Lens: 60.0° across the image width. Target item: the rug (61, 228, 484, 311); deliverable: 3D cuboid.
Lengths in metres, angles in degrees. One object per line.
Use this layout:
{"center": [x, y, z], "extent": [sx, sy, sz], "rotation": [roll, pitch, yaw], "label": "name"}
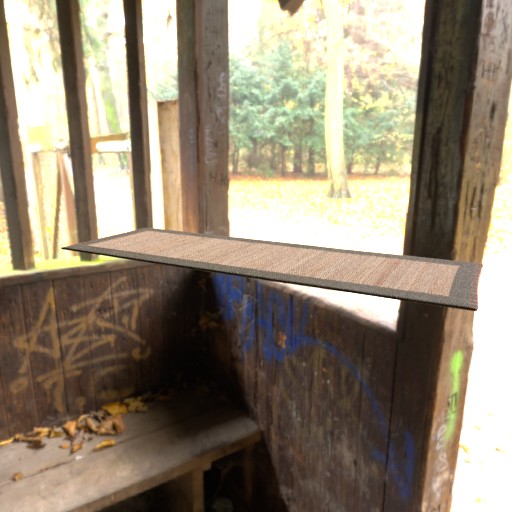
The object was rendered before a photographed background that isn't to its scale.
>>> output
{"center": [0.000, 0.000, 2.645], "extent": [2.413, 0.016, 0.810], "rotation": [7, 16, 27], "label": "rug"}
